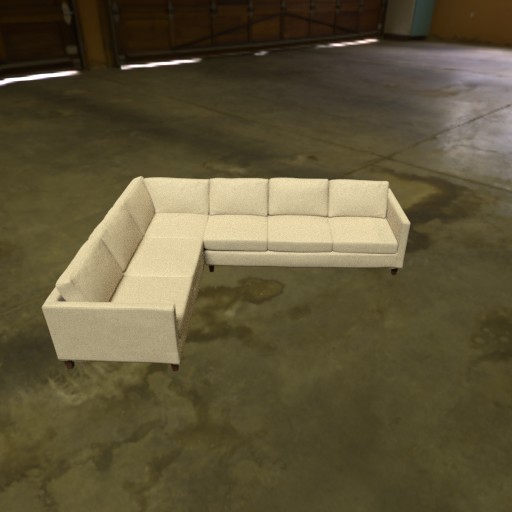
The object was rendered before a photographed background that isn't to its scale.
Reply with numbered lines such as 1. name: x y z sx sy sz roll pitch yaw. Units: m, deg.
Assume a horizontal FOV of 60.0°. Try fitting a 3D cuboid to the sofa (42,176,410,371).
1. sofa: 0.000 0.000 4.460 3.182 0.863 2.432 1 31 1
